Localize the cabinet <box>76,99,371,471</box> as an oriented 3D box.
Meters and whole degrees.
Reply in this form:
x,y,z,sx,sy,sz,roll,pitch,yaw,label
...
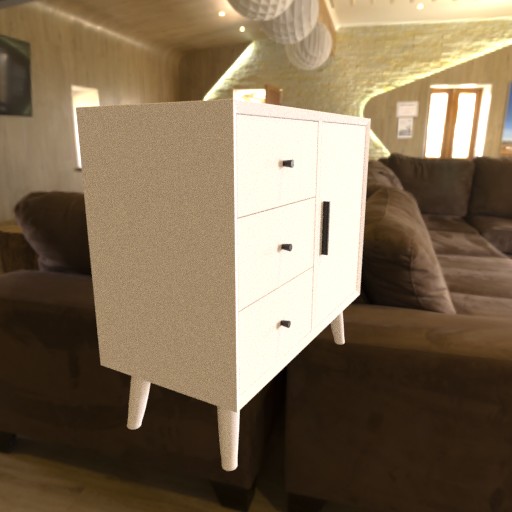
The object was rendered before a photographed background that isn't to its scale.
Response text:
x,y,z,sx,sy,sz,roll,pitch,yaw,label
0.000,0.000,1.247,0.398,0.761,0.800,8,17,29,cabinet
